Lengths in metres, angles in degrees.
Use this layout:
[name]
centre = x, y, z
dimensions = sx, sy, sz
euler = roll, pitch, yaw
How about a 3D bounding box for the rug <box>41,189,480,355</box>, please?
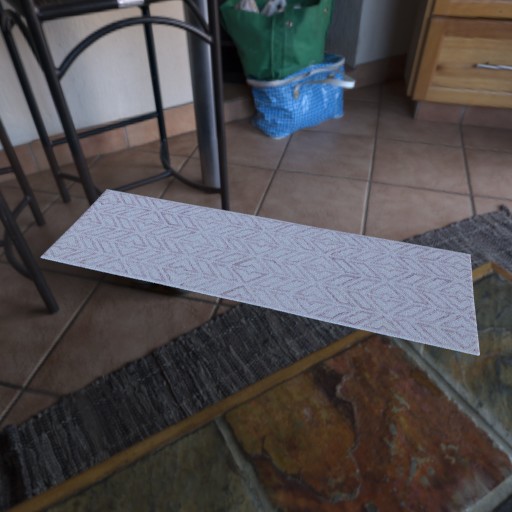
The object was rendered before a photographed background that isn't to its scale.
[rug]
centre = 0.000, 0.000, 2.626
dimensions = 2.435, 0.009, 0.750
euler = 11, 43, 12
